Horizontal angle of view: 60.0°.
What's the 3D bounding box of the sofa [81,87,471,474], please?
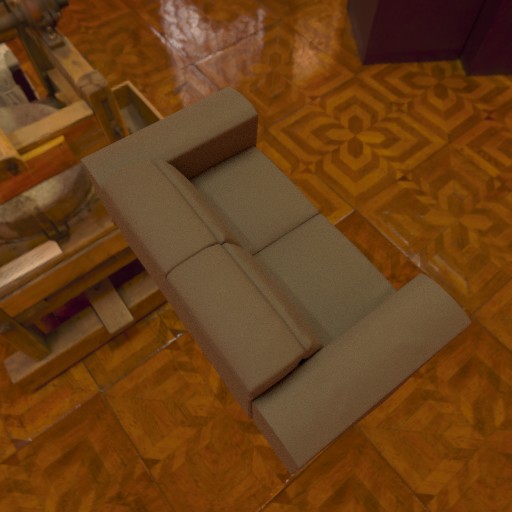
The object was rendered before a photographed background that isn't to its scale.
[{"bbox_3d":[0.000,0.000,2.359,1.003,0.779,1.895,-33,66,-17],"label":"sofa"}]
